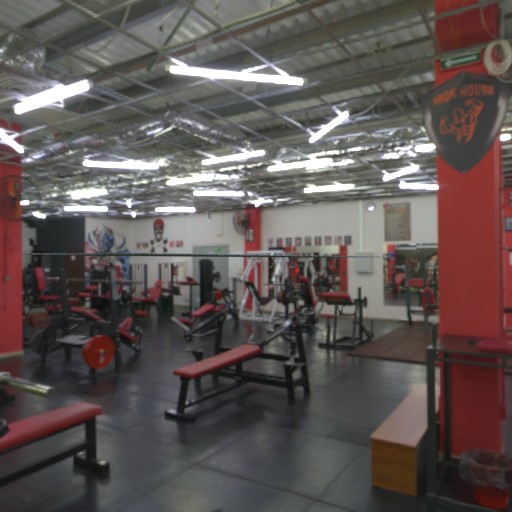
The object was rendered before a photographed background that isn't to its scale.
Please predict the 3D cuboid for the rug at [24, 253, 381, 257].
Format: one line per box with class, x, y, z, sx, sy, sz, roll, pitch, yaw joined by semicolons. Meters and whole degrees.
rug;0.000;0.000;2.667;0.688;0.008;2.443;0;-1;35
